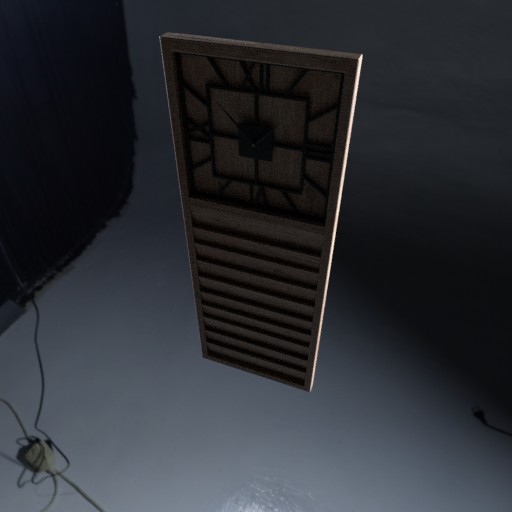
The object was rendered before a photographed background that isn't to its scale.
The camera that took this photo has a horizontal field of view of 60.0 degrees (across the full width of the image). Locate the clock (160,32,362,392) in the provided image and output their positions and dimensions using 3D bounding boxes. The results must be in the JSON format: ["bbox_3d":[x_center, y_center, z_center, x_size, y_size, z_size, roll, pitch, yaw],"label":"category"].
[{"bbox_3d":[0.000,0.000,1.079,0.361,0.965,0.030,14,43,15],"label":"clock"}]
